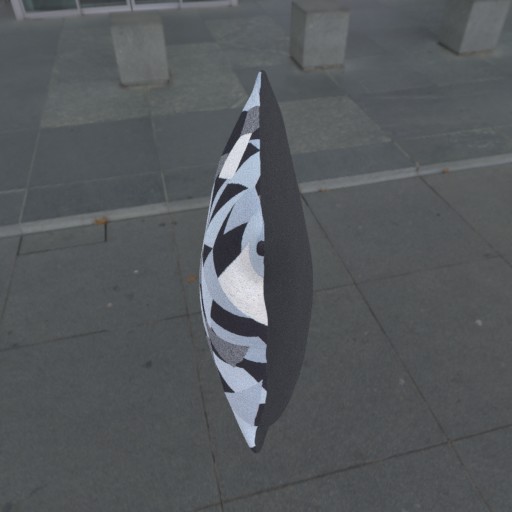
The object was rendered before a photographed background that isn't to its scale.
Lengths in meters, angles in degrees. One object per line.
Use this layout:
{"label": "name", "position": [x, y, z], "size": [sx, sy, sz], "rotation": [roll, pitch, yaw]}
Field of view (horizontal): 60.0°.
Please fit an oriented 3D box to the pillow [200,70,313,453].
{"label": "pillow", "position": [0.000, 0.000, 0.804], "size": [0.208, 0.496, 0.503], "rotation": [1, 42, 1]}
